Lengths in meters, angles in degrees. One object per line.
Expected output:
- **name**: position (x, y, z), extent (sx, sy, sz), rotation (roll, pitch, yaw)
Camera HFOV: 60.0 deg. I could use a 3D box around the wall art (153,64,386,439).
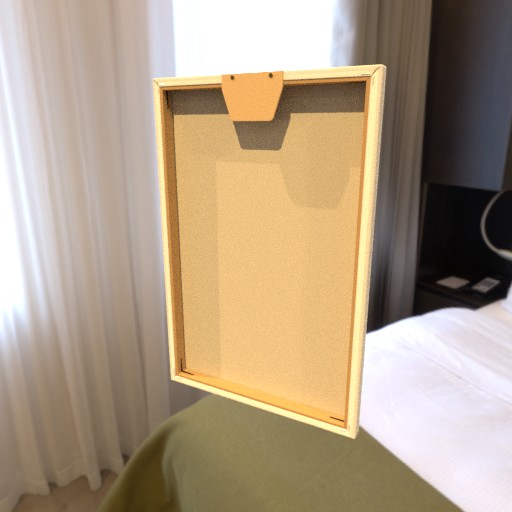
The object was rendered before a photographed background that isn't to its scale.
- **wall art**: position (0.000, 0.000, 1.175), extent (0.602, 0.902, 0.048), rotation (9, 18, 27)
